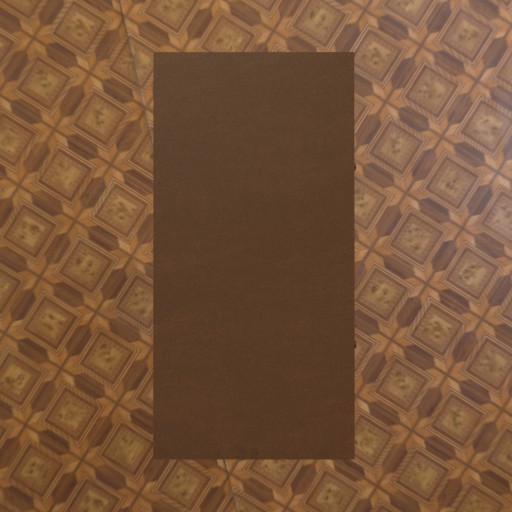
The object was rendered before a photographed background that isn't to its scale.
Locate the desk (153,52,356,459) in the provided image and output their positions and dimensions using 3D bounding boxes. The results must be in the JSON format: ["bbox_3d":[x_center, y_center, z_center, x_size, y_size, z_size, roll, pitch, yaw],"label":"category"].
[{"bbox_3d":[0.000,0.000,1.411,0.510,0.758,0.949,0,90,0],"label":"desk"}]
